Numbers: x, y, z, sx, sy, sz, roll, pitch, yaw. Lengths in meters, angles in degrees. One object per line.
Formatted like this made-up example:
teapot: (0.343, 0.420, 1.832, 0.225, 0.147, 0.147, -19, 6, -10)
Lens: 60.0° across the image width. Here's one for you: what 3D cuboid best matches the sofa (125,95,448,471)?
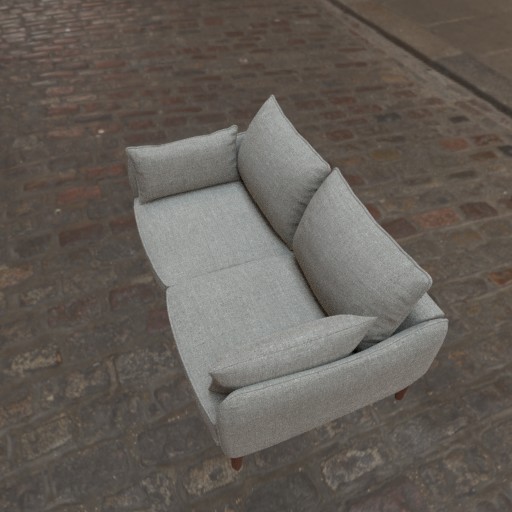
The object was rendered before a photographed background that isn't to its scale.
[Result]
sofa: (0.000, 0.000, 2.125, 0.972, 0.851, 1.580, -17, 49, -15)
